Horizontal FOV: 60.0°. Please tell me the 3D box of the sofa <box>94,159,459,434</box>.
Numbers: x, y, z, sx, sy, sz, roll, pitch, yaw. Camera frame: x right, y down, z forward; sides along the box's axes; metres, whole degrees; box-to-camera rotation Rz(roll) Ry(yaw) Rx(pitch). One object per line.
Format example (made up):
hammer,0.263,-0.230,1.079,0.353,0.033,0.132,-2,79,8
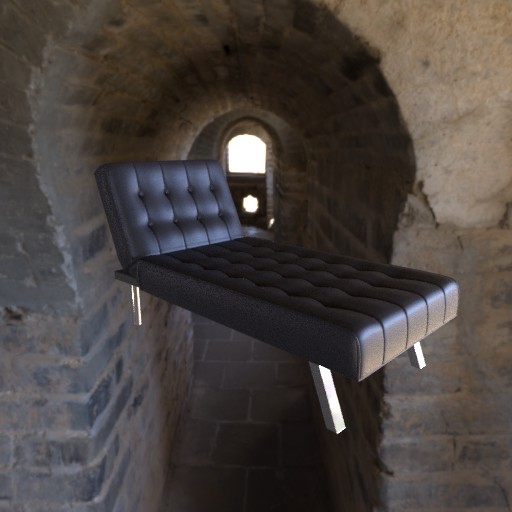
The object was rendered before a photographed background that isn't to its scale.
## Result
sofa,0.000,0.000,2.019,1.560,0.820,0.760,14,19,43
